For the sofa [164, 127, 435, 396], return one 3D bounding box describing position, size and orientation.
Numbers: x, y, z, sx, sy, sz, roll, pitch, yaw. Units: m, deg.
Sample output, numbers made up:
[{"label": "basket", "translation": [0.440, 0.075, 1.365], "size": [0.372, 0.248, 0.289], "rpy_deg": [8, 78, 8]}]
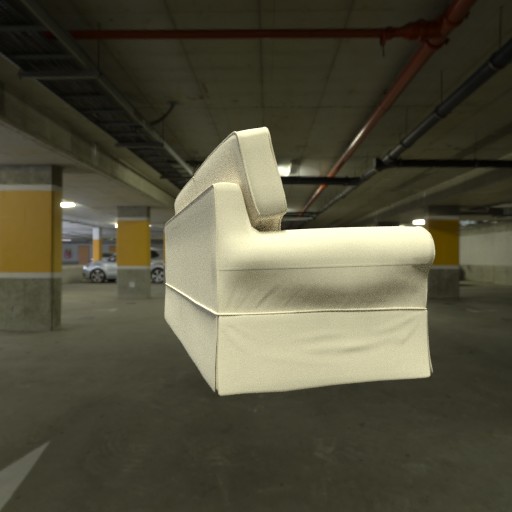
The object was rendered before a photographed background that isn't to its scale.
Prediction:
[{"label": "sofa", "translation": [0.000, 0.000, 2.502], "size": [0.862, 0.937, 2.021], "rpy_deg": [0, 0, -17]}]
